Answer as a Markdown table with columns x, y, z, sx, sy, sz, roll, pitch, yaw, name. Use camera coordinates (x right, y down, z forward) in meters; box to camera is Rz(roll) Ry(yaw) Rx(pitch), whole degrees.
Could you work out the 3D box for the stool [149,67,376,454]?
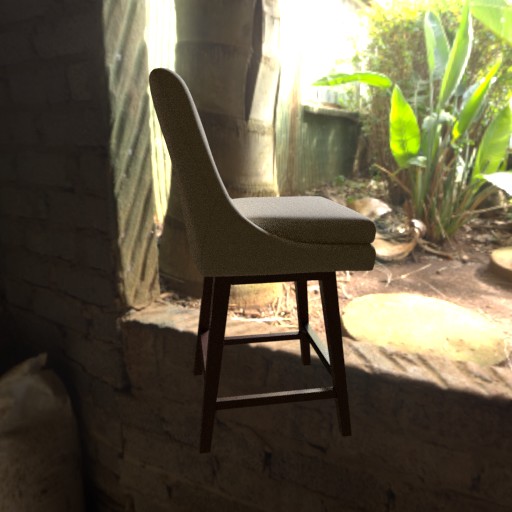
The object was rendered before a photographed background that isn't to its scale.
| x | y | z | sx | sy | sz | roll | pitch | yaw | name |
| --- | --- | --- | --- | --- | --- | --- | --- | --- | --- |
| 0.000 | 0.000 | 1.324 | 0.559 | 0.991 | 0.483 | -3 | 16 | -9 | stool |
